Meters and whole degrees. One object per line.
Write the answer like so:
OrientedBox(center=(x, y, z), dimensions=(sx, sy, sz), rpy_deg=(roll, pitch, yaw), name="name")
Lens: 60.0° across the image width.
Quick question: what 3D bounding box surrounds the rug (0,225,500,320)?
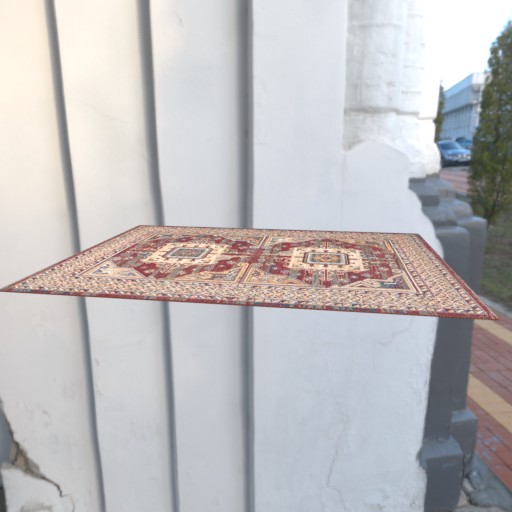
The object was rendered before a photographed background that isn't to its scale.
OrientedBox(center=(0.000, 0.000, 3.912), dimensions=(3.197, 0.013, 2.381), rpy_deg=(2, 15, 9), name="rug")
